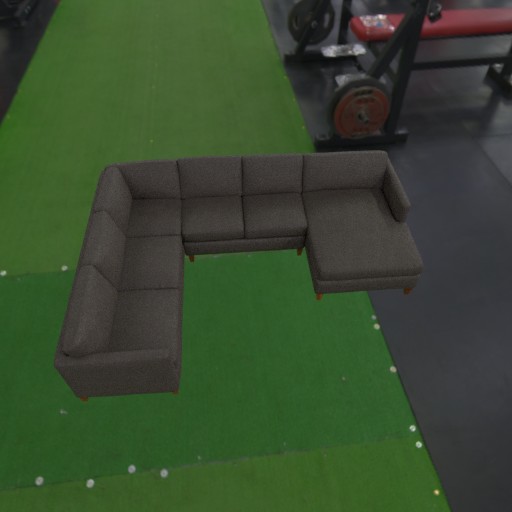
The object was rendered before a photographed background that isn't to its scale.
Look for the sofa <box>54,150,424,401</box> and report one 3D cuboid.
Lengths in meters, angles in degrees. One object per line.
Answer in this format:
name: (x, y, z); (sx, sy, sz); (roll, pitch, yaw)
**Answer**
sofa: (0.000, 0.000, 4.627); (3.460, 0.961, 2.594); (-3, 48, -3)
